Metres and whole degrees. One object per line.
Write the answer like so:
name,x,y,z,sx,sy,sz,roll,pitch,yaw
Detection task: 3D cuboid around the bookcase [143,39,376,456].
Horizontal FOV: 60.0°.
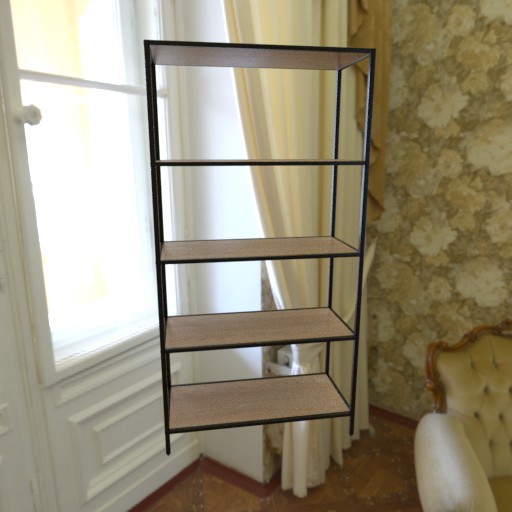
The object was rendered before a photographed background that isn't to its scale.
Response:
bookcase,0.000,0.000,1.784,0.770,1.500,0.350,-2,14,-9
